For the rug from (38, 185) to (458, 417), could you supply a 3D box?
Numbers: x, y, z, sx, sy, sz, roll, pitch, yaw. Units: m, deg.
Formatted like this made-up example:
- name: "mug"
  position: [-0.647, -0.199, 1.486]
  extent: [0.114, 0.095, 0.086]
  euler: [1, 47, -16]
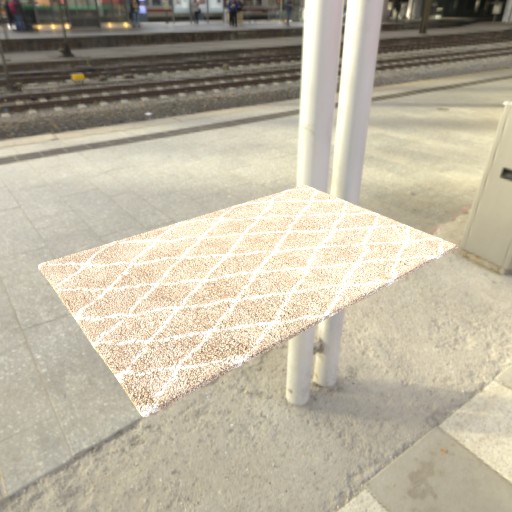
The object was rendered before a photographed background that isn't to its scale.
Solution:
- name: "rug"
  position: [0.000, 0.000, 3.425]
  extent: [2.743, 0.030, 1.778]
  euler: [-21, 36, -33]
